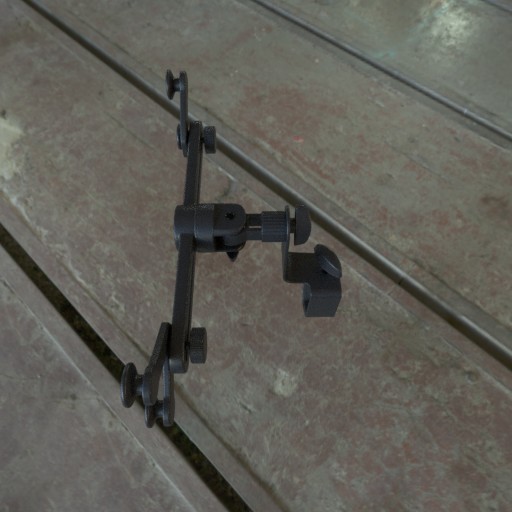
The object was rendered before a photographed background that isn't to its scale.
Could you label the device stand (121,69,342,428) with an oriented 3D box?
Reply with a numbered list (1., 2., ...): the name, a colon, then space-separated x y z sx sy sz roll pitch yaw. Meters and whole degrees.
1. device stand: 0.000 0.000 0.363 0.142 0.166 0.270 -1 59 0
